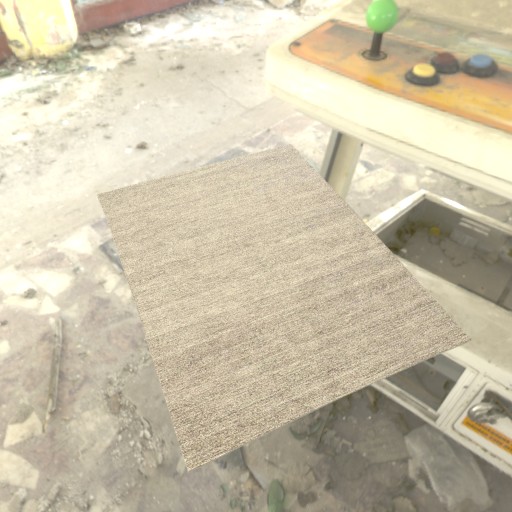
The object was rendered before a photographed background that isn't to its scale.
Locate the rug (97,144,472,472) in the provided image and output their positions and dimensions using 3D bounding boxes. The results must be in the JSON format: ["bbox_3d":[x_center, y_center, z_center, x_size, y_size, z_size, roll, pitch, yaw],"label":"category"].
[{"bbox_3d":[0.000,0.000,4.255,2.434,0.045,3.202,-18,49,-16],"label":"rug"}]
